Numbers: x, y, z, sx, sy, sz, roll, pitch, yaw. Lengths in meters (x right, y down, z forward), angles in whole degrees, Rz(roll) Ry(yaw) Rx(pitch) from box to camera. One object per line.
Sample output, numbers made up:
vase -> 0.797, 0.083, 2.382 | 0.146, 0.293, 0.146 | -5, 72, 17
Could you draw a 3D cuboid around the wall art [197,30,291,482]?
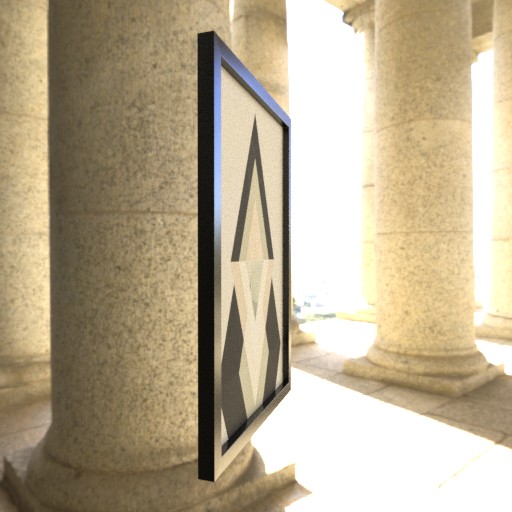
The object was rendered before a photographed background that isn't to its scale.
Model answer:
wall art -> 0.000, 0.000, 0.598 | 0.019, 0.455, 0.314 | 0, 1, 19
